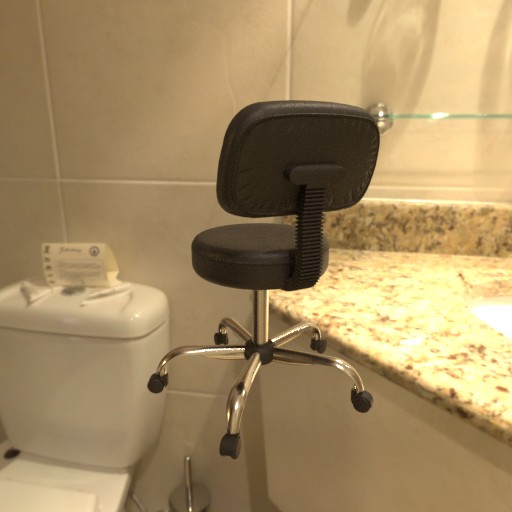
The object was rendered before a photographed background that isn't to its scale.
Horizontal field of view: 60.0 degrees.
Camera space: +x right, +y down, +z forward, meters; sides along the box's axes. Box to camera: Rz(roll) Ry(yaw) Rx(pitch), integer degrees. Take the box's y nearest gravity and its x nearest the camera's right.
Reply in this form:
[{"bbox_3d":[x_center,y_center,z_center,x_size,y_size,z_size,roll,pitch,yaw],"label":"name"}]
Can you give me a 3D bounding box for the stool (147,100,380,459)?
[{"bbox_3d":[0.000,0.000,1.351,0.673,0.862,0.648,-8,17,-26],"label":"stool"}]
